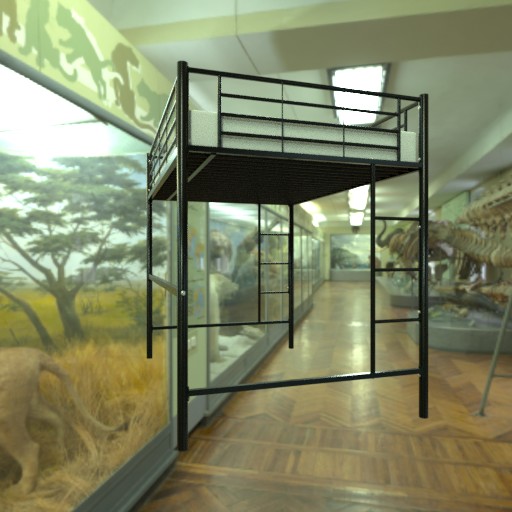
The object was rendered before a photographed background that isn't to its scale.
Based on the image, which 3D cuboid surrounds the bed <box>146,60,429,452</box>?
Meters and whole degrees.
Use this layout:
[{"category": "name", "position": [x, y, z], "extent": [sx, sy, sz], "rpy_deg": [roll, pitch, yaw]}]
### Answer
[{"category": "bed", "position": [0.000, 0.000, 3.194], "extent": [1.397, 1.803, 1.994], "rpy_deg": [0, 0, -18]}]
